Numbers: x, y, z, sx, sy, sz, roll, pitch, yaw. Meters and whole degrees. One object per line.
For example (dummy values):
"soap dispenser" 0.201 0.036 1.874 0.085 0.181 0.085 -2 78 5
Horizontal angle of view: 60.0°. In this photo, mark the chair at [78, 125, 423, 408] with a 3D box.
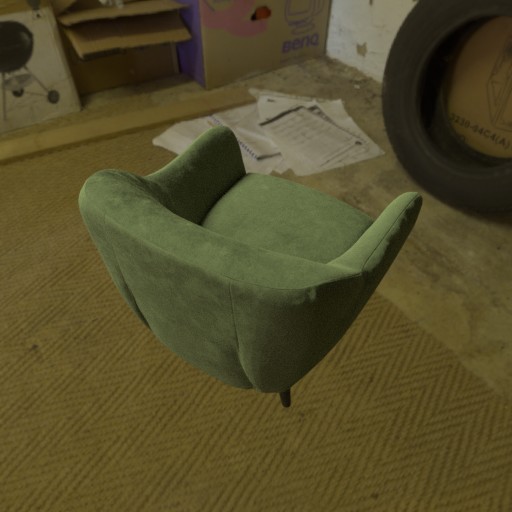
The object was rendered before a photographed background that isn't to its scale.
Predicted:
"chair" 0.000 0.000 1.517 0.840 0.804 0.819 25 51 22
